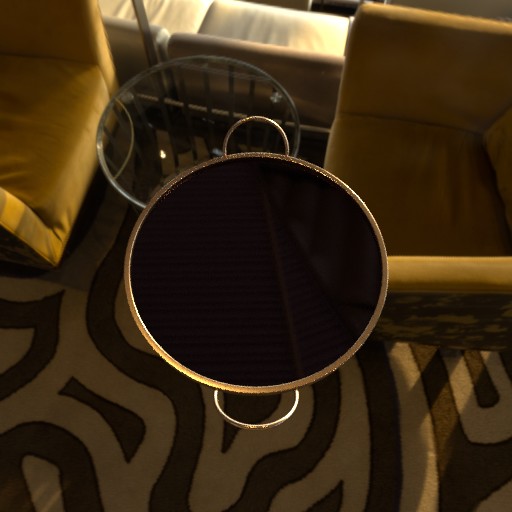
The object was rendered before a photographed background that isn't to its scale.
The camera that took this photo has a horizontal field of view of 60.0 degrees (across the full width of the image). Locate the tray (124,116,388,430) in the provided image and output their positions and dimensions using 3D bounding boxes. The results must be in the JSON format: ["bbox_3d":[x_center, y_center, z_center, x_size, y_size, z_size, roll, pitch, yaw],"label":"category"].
[{"bbox_3d":[0.000,0.000,0.734,0.438,0.069,0.543,0,64,0],"label":"tray"}]
